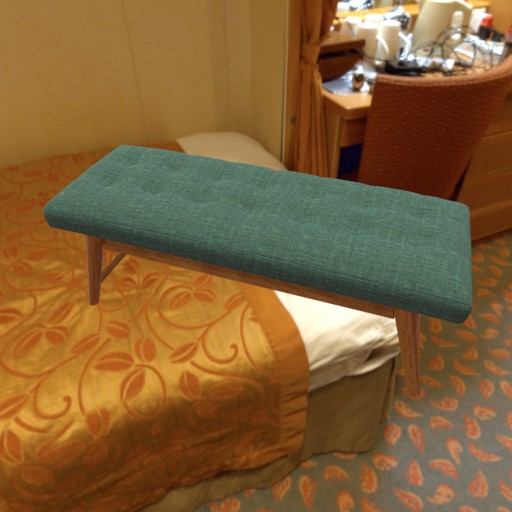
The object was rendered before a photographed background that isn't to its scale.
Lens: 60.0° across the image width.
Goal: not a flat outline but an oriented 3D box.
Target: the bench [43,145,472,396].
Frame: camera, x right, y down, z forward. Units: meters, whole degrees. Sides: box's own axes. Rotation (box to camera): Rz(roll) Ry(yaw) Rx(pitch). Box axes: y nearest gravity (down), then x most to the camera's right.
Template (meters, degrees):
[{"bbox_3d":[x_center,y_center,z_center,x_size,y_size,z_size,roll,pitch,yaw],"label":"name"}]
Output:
[{"bbox_3d":[0.000,0.000,1.334,1.118,0.432,0.406,13,42,14],"label":"bench"}]
